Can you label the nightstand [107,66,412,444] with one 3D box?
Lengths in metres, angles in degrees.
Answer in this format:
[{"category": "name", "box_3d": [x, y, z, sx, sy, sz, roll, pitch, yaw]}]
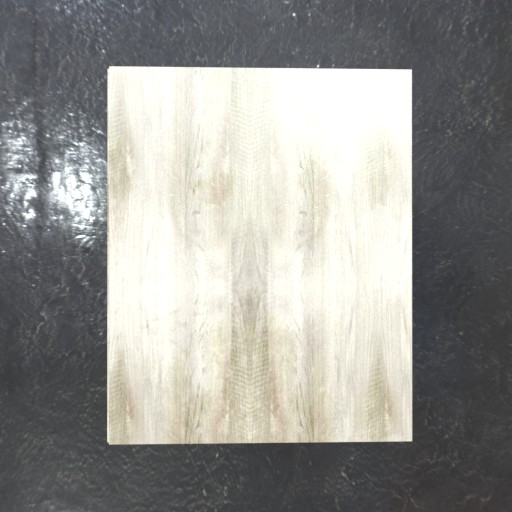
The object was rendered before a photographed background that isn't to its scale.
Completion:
[{"category": "nightstand", "box_3d": [0.000, 0.000, 0.727, 0.347, 0.448, 0.427, 0, 90, -1]}]
